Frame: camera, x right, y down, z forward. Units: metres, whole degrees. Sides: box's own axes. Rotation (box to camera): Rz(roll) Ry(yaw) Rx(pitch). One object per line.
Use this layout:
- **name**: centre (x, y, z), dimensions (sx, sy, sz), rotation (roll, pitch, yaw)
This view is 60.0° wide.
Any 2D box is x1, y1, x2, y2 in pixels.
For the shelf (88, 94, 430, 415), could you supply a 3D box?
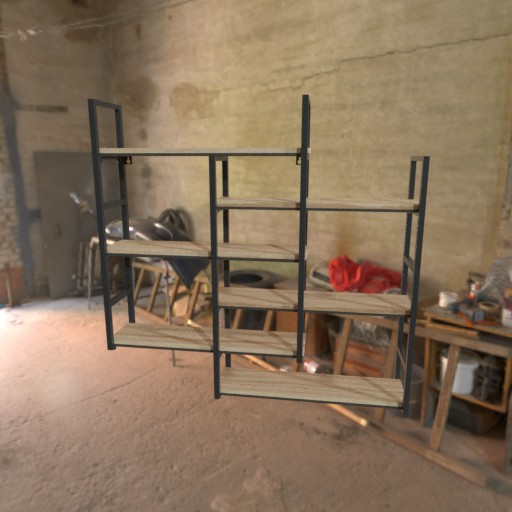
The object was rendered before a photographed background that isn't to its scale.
- **shelf**: centre (0.000, 0.000, 1.376), dimensions (0.946, 0.921, 0.183), rotation (2, 13, 8)
